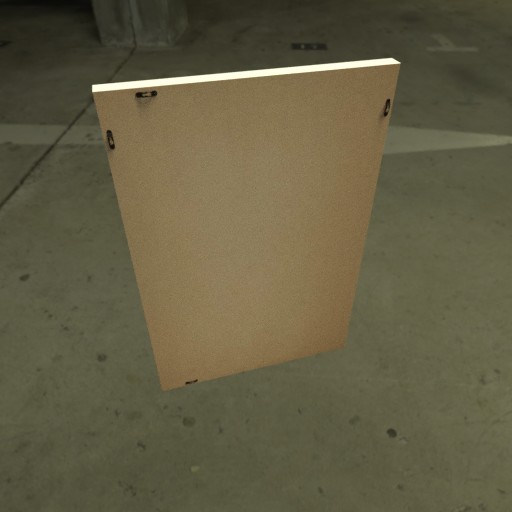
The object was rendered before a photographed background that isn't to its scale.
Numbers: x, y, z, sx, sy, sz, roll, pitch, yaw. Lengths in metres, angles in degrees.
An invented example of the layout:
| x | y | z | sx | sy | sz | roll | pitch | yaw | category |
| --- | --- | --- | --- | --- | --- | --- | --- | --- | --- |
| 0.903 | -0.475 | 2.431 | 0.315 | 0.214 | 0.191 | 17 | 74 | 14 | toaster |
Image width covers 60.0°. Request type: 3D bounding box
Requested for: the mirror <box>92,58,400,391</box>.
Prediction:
| x | y | z | sx | sy | sz | roll | pitch | yaw | category |
| --- | --- | --- | --- | --- | --- | --- | --- | --- | --- |
| 0.000 | 0.000 | 1.148 | 0.609 | 0.914 | 0.041 | -10 | 41 | -12 | mirror |
